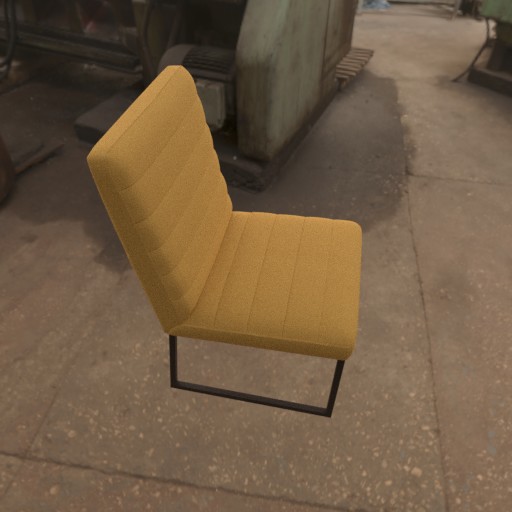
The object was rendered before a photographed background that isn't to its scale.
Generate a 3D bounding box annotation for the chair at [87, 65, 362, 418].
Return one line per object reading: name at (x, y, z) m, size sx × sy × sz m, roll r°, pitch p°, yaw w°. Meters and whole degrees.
chair at (0.000, 0.000, 1.345) m, size 0.634 × 0.930 × 0.520 m, roll 8°, pitch 44°, yaw 8°
